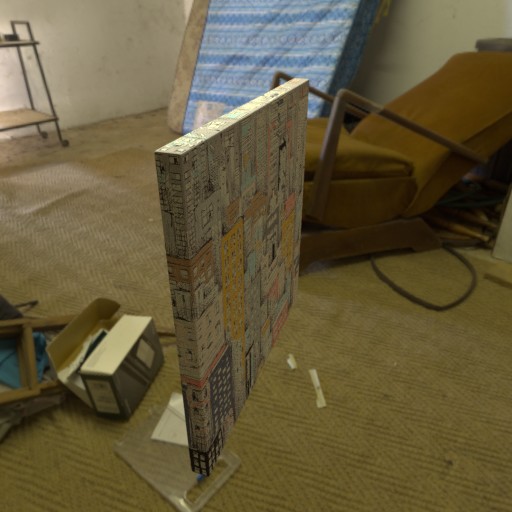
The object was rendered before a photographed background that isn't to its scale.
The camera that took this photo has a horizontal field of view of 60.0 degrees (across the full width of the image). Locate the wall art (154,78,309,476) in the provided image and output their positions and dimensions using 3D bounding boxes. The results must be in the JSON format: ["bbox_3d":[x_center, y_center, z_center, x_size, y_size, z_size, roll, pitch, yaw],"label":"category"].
[{"bbox_3d":[0.000,0.000,0.916,0.038,0.608,0.607,10,32,17],"label":"wall art"}]
